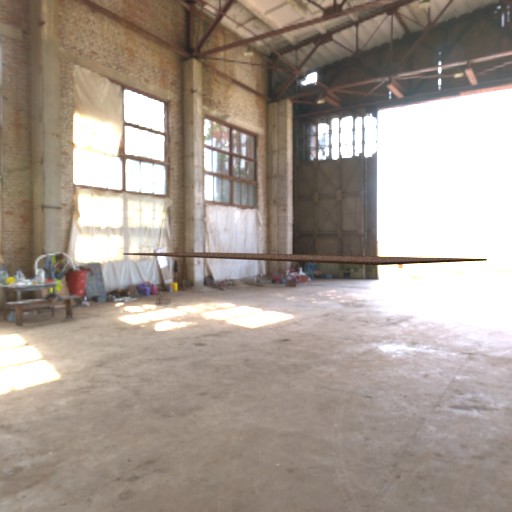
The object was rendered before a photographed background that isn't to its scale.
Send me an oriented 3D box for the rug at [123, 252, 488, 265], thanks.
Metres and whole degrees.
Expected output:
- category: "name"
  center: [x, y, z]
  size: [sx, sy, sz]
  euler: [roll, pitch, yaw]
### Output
- category: "rug"
  center: [0.000, 0.000, 2.735]
  size: [0.769, 0.012, 2.448]
  euler: [-1, 2, -37]
